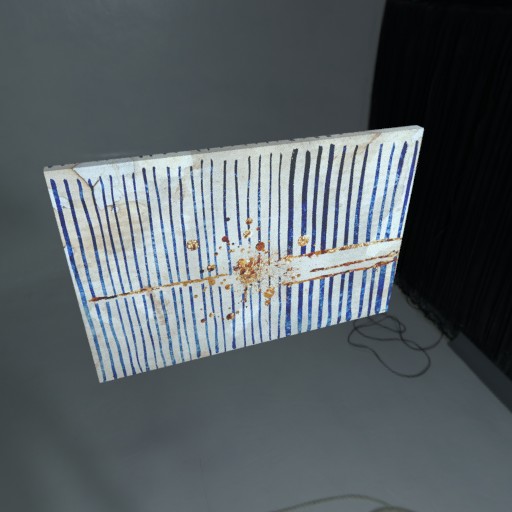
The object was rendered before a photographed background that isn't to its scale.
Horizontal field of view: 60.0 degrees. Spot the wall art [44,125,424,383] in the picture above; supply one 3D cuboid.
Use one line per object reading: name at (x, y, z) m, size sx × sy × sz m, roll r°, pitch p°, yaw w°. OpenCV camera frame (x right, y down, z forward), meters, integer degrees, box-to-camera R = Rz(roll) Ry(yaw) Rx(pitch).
wall art at (0.000, 0.000, 1.195) m, size 0.919 × 0.609 × 0.030 m, roll -11°, pitch 33°, yaw -17°
